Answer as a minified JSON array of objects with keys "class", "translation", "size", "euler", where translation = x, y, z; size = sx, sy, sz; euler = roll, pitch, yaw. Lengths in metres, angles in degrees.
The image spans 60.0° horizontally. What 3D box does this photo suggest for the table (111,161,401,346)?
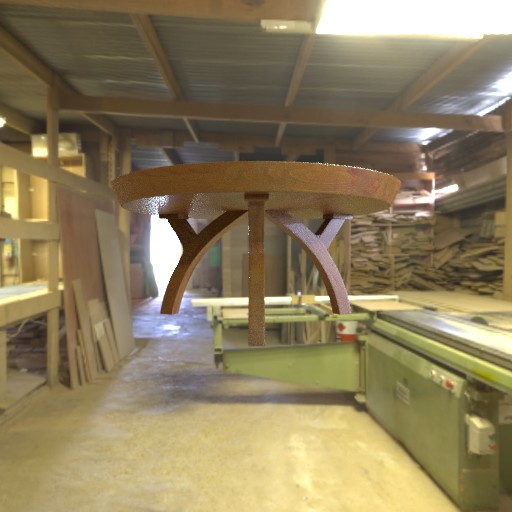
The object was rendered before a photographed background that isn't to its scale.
[{"class":"table","translation":[0.000,0.000,1.595],"size":[1.016,0.470,1.016],"euler":[0,0,0]}]
